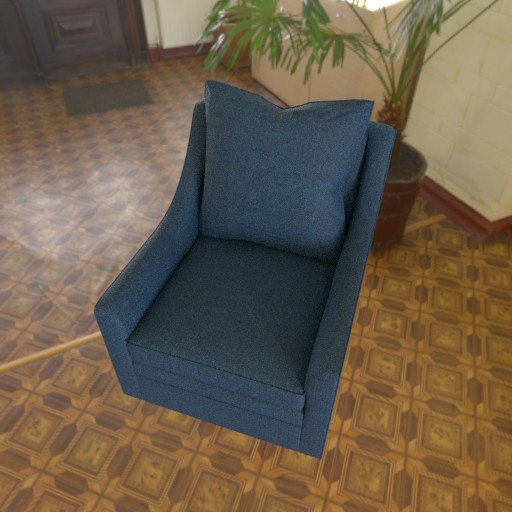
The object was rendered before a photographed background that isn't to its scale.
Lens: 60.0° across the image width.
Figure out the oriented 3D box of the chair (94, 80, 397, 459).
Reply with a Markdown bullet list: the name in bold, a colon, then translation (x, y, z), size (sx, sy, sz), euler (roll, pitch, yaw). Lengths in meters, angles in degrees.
- **chair**: translation (0.000, 0.000, 1.563), size (0.750, 0.939, 0.870), euler (13, 44, 14)
